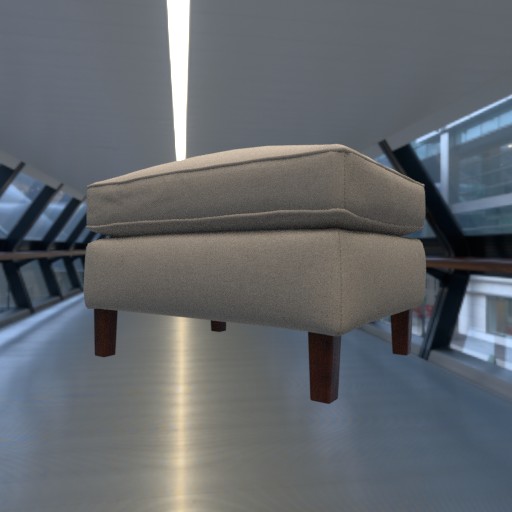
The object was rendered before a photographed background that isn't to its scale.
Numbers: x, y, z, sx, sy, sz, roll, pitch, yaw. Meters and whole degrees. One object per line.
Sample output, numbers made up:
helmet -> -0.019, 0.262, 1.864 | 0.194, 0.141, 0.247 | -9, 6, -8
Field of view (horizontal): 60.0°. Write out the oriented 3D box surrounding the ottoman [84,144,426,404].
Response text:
ottoman -> 0.000, 0.000, 1.022 | 0.665, 0.456, 0.501 | 0, 0, 35
